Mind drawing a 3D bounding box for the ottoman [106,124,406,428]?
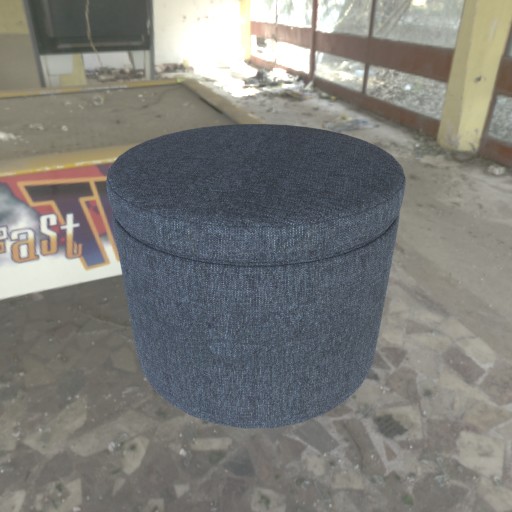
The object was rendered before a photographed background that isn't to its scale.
[{"bbox_3d":[0.000,0.000,0.859,0.500,0.419,0.500,0,30,0],"label":"ottoman"}]
